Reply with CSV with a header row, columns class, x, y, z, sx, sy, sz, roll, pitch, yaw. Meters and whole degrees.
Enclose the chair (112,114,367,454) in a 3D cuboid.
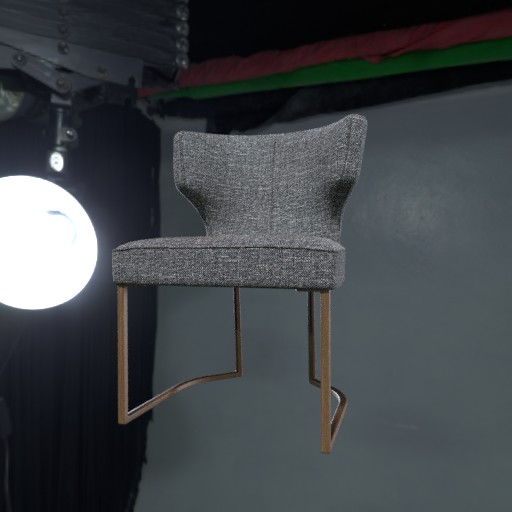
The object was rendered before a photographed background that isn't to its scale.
class,x,y,z,sx,sy,sz,roll,pitch,yaw
chair,0.000,0.000,1.278,0.611,0.824,0.617,0,1,18
